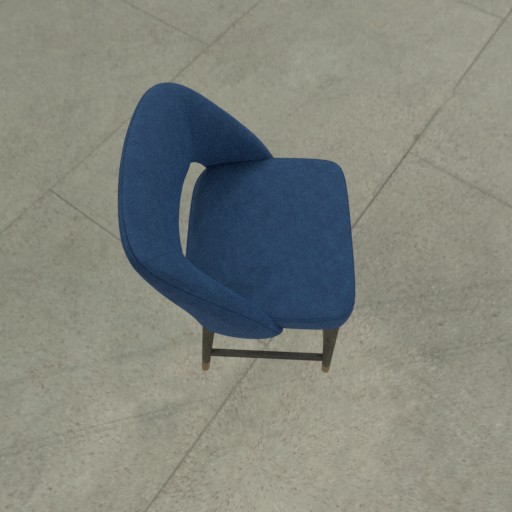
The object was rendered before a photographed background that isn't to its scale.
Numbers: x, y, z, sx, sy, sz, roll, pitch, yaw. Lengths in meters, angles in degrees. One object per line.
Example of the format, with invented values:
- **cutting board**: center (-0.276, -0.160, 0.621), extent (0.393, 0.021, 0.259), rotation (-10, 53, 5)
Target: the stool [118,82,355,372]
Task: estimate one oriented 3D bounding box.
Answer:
- **stool**: center (0.000, 0.000, 1.251), extent (0.524, 0.925, 0.536), rotation (1, 64, 0)
